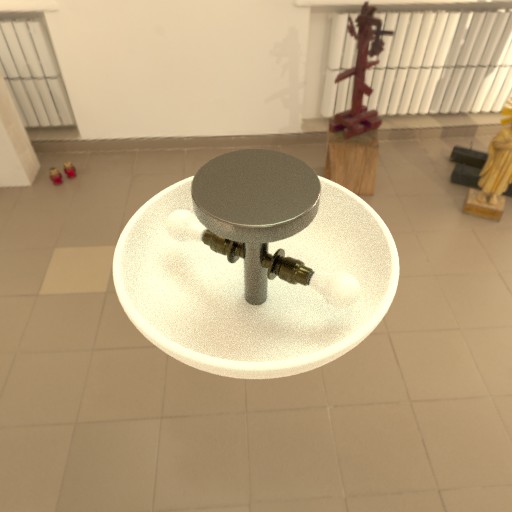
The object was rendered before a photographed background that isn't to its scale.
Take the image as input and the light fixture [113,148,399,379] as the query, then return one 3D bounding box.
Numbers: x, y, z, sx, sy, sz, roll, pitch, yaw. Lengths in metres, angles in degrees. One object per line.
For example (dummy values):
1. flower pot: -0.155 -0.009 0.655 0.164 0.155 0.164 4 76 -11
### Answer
1. light fixture: 0.000 0.000 0.534 0.330 0.214 0.330 0 46 0
